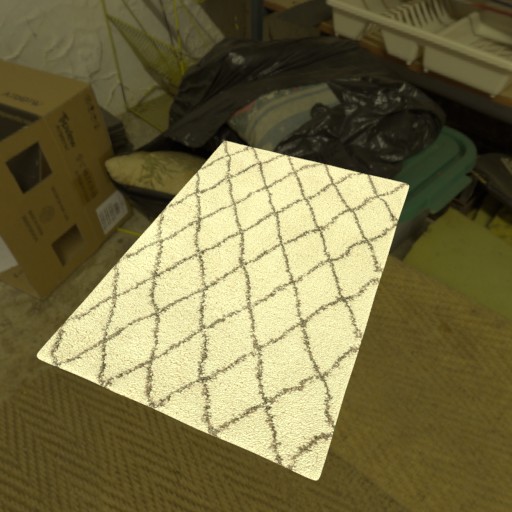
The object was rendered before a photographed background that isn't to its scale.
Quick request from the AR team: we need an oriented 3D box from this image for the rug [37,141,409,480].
[{"bbox_3d":[0.000,0.000,2.229,1.219,0.030,1.778,17,49,16],"label":"rug"}]
